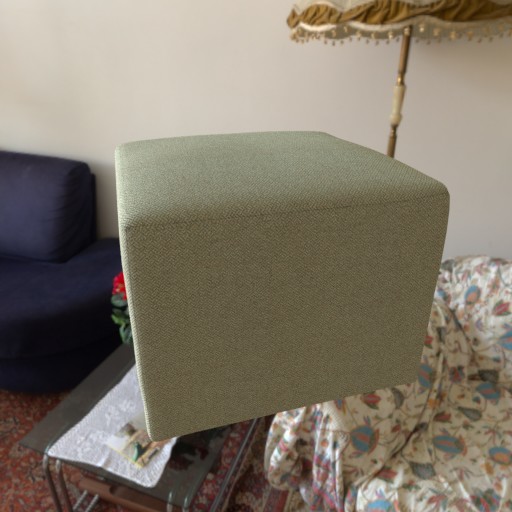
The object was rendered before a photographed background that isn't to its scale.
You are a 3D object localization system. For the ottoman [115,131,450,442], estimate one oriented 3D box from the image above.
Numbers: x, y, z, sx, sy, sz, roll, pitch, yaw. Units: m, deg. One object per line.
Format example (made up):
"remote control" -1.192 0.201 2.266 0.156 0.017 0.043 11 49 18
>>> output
"ottoman" 0.000 0.000 0.924 0.521 0.453 0.512 -8 27 -15
